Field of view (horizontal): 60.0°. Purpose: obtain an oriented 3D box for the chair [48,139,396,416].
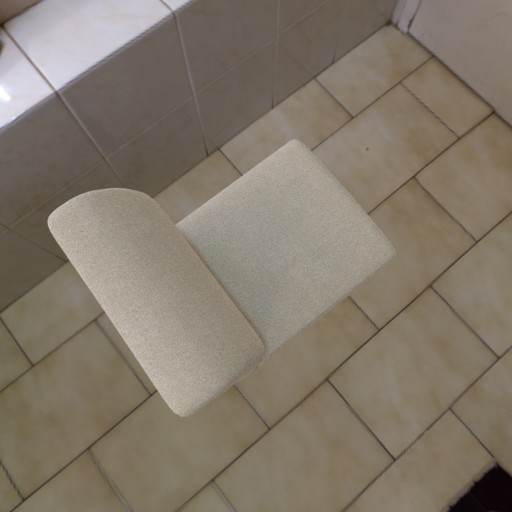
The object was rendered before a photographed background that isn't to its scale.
[{"bbox_3d":[0.000,0.000,1.331,0.754,0.833,0.521,-36,78,-9],"label":"chair"}]
